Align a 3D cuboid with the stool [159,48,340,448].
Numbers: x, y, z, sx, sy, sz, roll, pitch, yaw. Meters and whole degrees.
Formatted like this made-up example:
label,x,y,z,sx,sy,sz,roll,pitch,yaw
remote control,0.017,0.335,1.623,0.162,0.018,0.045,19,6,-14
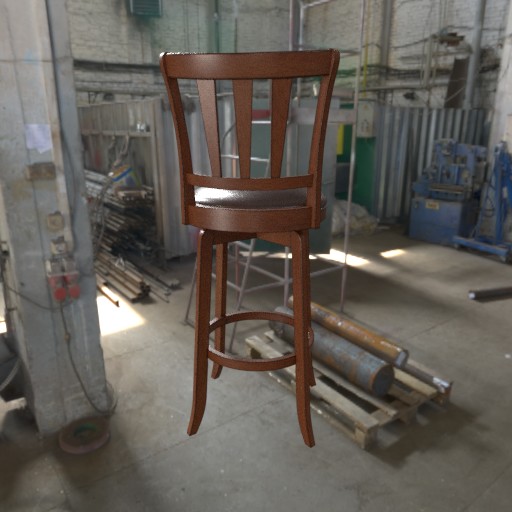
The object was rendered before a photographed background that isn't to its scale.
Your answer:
label,x,y,z,sx,sy,sz,roll,pitch,yaw
stool,0.000,0.000,1.440,0.464,1.177,0.503,2,17,8
